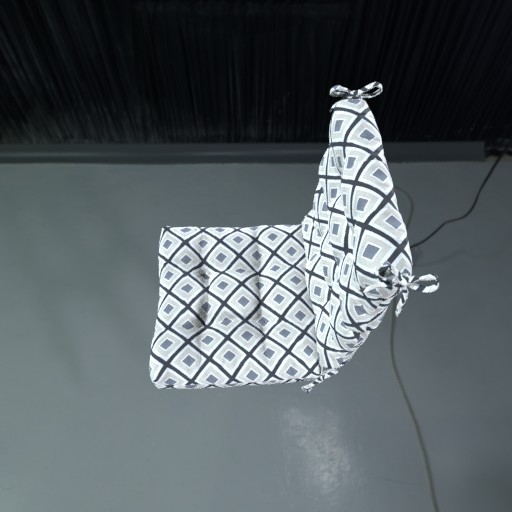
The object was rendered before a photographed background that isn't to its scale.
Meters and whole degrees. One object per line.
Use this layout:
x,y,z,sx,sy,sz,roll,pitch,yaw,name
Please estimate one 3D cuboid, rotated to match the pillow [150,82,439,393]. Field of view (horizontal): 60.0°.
0.000,0.000,1.059,0.571,0.605,0.519,-2,59,-1,pillow
